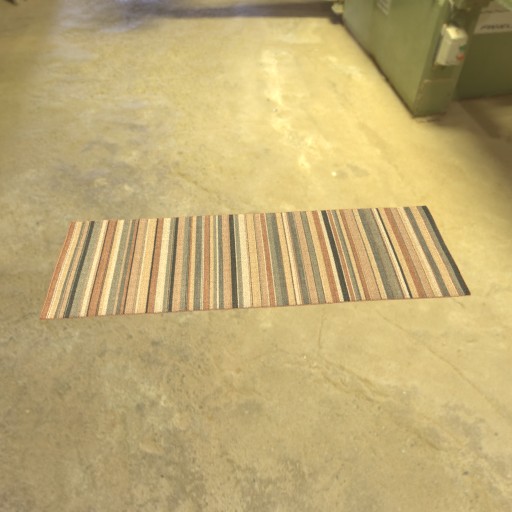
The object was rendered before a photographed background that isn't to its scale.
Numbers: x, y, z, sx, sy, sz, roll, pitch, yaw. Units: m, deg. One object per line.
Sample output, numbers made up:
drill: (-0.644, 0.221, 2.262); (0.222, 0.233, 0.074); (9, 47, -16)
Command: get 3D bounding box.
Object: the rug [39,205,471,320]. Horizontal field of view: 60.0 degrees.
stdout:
rug: (0.000, 0.000, 2.761); (2.444, 0.010, 0.799); (-3, 47, -3)
